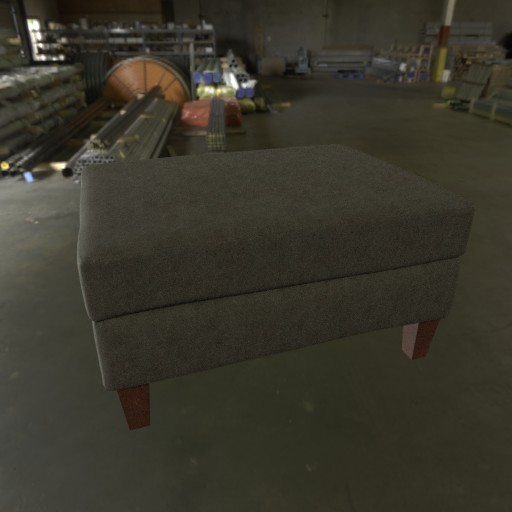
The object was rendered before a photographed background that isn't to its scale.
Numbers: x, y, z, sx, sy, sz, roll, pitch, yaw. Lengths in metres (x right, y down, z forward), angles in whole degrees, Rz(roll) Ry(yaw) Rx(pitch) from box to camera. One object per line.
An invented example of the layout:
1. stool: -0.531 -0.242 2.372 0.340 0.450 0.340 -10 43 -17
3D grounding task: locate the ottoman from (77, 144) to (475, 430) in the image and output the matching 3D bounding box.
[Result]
1. ottoman: 0.000 0.000 1.200 0.839 0.464 0.639 -9 28 -17
